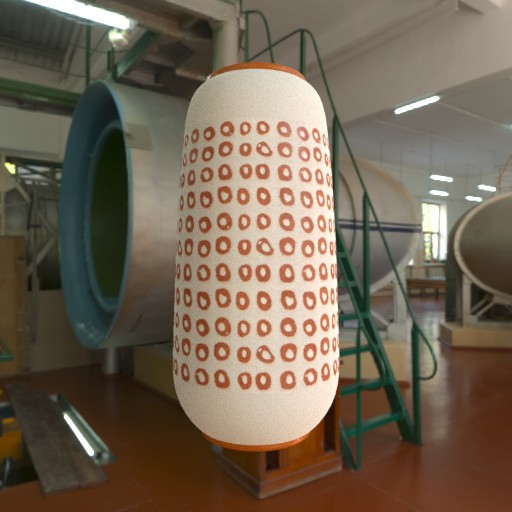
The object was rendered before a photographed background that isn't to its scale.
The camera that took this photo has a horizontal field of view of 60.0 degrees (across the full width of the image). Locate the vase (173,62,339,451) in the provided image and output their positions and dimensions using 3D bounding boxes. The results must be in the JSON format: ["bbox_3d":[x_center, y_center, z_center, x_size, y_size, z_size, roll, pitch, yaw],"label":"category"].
[{"bbox_3d":[0.000,0.000,0.362,0.133,0.282,0.133,0,0,0],"label":"vase"}]
